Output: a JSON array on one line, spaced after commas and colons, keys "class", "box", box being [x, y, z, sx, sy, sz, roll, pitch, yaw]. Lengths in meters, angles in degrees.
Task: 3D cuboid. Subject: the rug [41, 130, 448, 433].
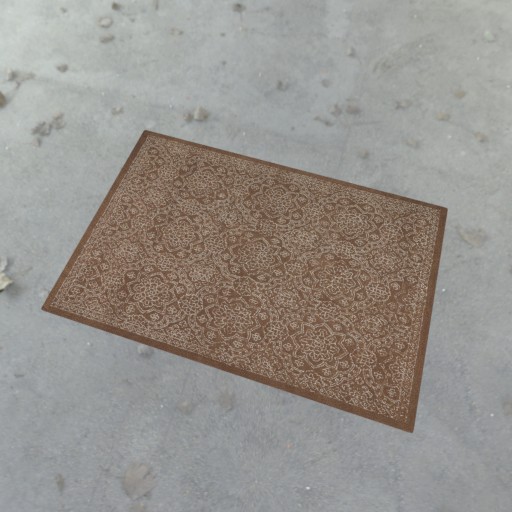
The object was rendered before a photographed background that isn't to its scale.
[{"class": "rug", "box": [0.000, 0.000, 2.309, 1.829, 0.010, 1.219, 16, 64, 8]}]
